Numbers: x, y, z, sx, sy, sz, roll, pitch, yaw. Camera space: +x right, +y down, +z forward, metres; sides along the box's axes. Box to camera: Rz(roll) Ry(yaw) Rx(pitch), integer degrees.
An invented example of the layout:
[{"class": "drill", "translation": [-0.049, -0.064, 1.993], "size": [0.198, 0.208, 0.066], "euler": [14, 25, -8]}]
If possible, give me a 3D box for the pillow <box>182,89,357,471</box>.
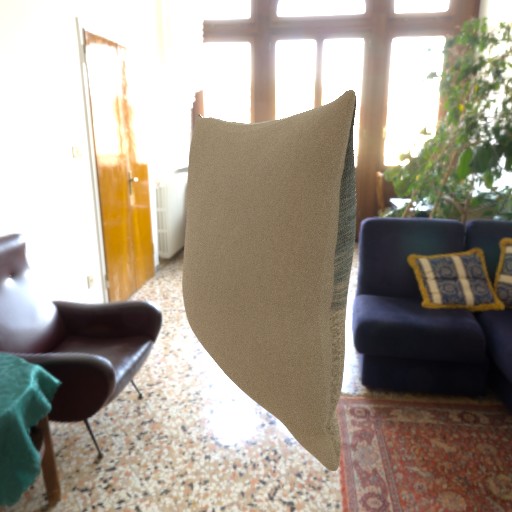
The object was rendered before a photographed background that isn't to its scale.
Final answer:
[{"class": "pillow", "translation": [0.000, 0.000, 0.671], "size": [0.182, 0.441, 0.440], "euler": [-8, 17, -27]}]
